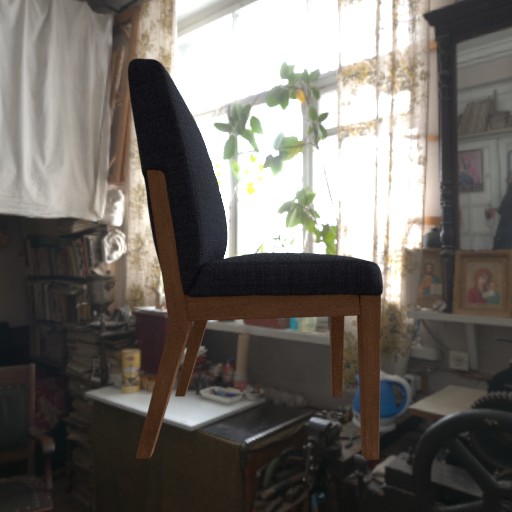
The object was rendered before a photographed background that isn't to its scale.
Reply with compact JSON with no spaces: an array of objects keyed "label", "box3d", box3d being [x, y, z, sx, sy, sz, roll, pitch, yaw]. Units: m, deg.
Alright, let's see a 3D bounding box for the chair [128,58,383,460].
[{"label":"chair","box3d":[0.000,0.000,1.228,0.586,0.911,0.507,0,0,1]}]
